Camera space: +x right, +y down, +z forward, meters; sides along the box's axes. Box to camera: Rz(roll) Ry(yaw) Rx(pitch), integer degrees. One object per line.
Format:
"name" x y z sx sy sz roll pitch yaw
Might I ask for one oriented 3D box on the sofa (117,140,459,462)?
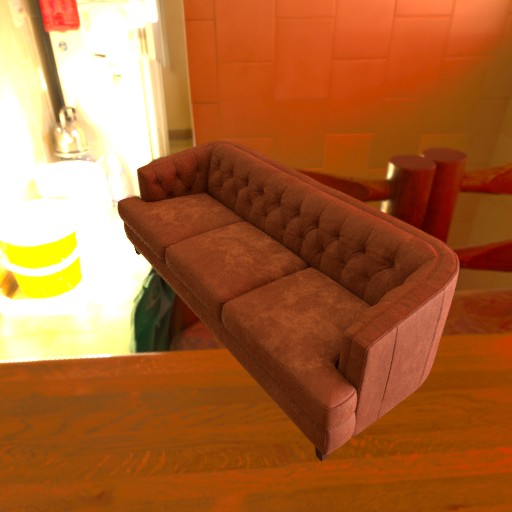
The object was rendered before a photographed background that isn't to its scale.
"sofa" 0.000 0.000 2.669 0.922 0.791 2.257 -21 38 -29
